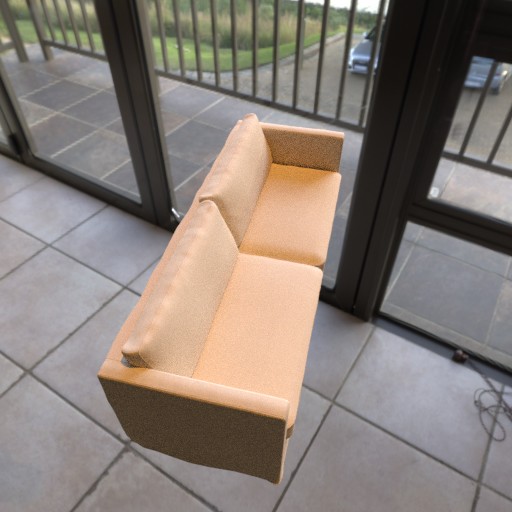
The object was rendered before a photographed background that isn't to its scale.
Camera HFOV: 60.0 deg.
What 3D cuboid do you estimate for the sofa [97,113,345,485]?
[{"bbox_3d":[0.000,0.000,3.351,1.036,0.999,2.779,10,46,10],"label":"sofa"}]
